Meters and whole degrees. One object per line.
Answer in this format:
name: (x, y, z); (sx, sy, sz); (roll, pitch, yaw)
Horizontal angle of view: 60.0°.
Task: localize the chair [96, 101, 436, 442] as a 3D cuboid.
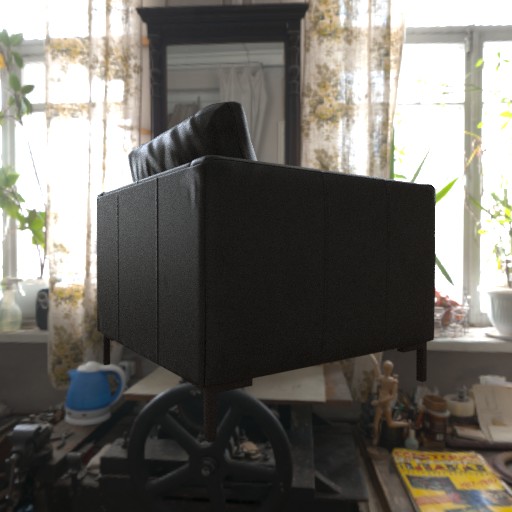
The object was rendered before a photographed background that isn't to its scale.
chair: (0.000, 0.000, 1.500); (0.861, 0.824, 0.967); (-1, 1, -35)
